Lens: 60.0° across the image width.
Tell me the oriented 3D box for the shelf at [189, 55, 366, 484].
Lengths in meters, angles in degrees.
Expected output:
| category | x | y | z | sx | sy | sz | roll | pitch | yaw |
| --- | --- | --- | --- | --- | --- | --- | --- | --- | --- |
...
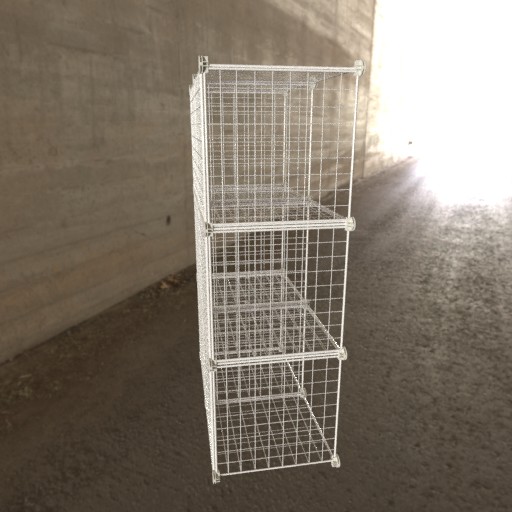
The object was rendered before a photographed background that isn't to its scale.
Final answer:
| category | x | y | z | sx | sy | sz | roll | pitch | yaw |
| --- | --- | --- | --- | --- | --- | --- | --- | --- | --- |
| shelf | 0.000 | 0.000 | 1.405 | 0.356 | 1.067 | 0.711 | -3 | 17 | -9 |
